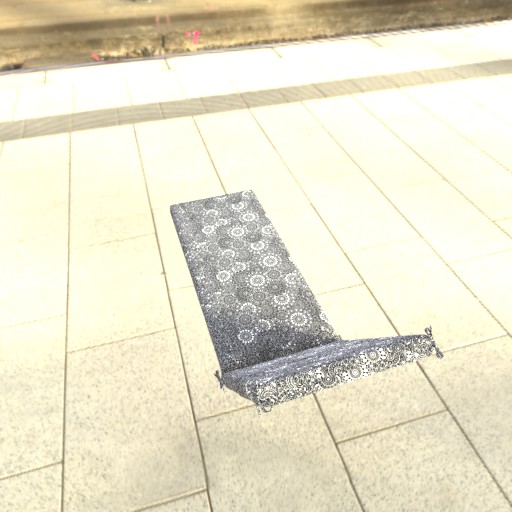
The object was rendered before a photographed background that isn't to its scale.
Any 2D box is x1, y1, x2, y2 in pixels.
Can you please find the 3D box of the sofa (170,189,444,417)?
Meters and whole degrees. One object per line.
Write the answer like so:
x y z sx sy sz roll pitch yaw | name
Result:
0.000 0.000 1.912 0.582 0.622 1.663 -13 44 -14 | sofa
